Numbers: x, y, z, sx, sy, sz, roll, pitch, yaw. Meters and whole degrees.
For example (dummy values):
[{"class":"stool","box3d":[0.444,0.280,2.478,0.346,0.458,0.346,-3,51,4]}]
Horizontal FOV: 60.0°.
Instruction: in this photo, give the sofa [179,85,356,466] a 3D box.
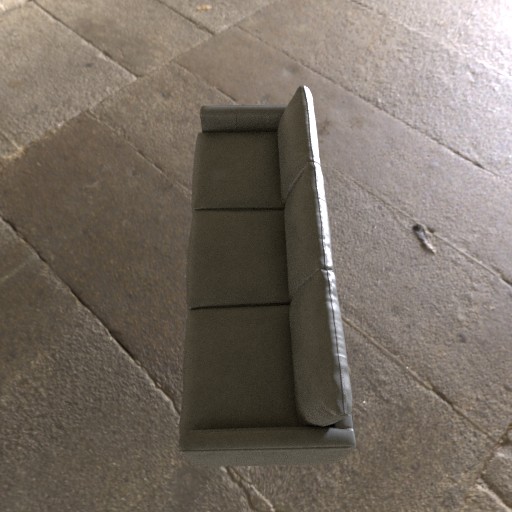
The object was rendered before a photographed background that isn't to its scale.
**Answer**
[{"class":"sofa","box3d":[0.000,0.000,2.391,0.748,0.805,2.029,-1,59,-1]}]
